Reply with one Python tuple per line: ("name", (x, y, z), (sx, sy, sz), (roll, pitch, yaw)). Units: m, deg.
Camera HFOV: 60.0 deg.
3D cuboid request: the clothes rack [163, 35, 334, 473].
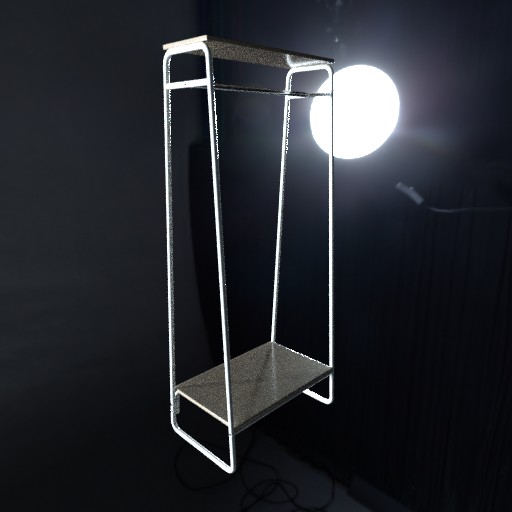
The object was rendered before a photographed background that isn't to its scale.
("clothes rack", (0.000, 0.000, 1.793), (0.400, 1.512, 0.640), (15, 22, 43))
